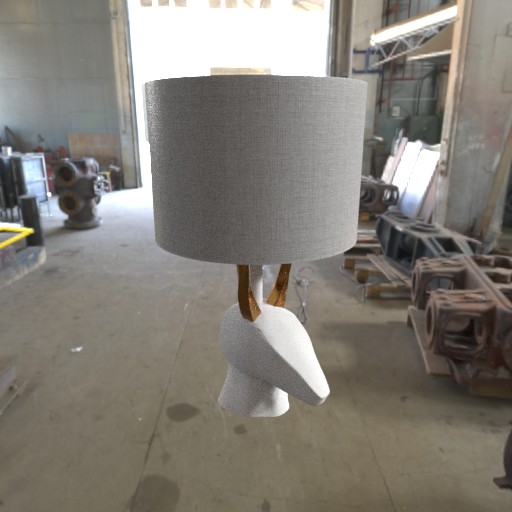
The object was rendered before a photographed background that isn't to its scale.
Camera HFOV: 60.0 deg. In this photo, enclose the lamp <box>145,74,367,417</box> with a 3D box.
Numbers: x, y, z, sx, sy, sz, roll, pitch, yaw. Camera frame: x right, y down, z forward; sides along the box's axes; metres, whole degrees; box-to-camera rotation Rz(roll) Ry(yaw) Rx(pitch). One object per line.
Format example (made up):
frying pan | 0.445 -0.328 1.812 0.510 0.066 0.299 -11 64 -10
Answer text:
lamp | 0.000 0.000 0.682 0.298 0.503 0.298 16 23 42
